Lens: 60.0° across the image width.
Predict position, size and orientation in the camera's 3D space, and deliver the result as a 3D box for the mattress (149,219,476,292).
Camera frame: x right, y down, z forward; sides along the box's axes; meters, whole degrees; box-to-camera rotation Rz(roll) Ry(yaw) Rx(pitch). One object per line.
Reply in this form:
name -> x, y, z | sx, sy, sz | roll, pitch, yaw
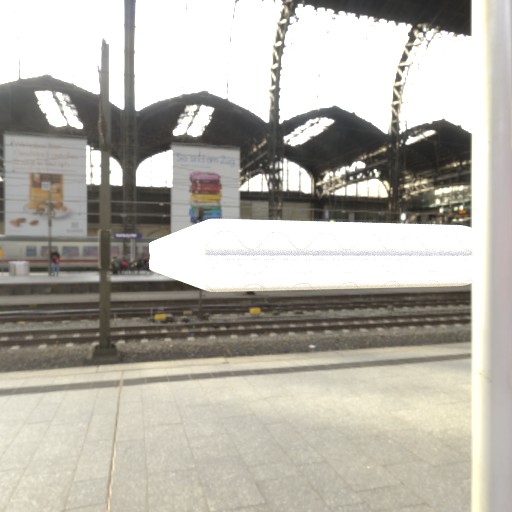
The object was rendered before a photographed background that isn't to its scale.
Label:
mattress -> 0.000, 0.000, 2.206 | 0.900, 0.200, 1.900 | 0, 0, -18
